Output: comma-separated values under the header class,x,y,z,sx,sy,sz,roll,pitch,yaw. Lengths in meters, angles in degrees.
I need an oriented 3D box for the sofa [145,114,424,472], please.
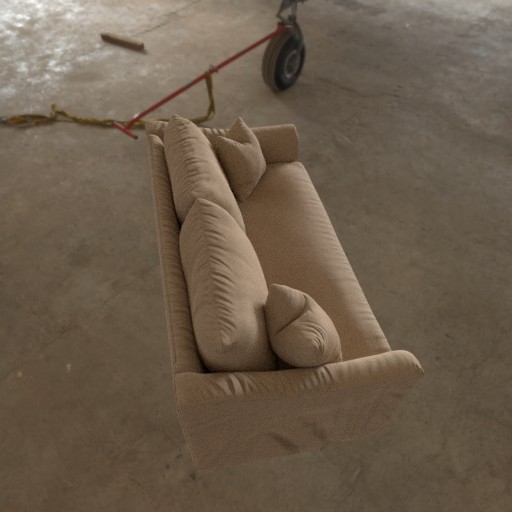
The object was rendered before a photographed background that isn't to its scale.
class,x,y,z,sx,sy,sz,roll,pitch,yaw
sofa,0.000,0.000,2.597,1.072,1.018,2.010,-10,49,-9
